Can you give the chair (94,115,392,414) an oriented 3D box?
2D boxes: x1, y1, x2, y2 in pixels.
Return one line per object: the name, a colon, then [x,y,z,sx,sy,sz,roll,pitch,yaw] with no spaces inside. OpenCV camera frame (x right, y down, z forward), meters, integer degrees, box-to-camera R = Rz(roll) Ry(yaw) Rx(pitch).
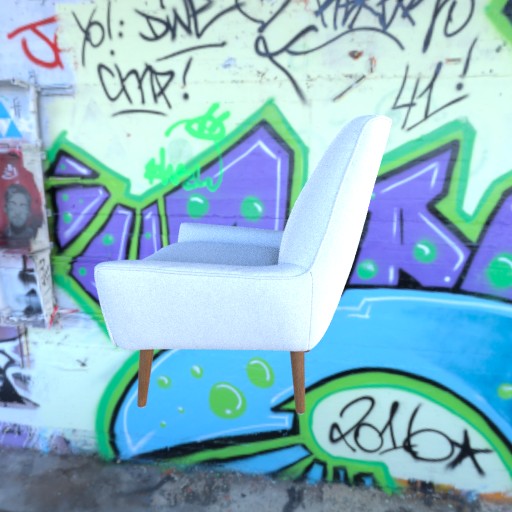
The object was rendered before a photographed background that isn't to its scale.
chair: [0.000,0.000,1.516,0.822,0.888,0.787,2,13,8]
